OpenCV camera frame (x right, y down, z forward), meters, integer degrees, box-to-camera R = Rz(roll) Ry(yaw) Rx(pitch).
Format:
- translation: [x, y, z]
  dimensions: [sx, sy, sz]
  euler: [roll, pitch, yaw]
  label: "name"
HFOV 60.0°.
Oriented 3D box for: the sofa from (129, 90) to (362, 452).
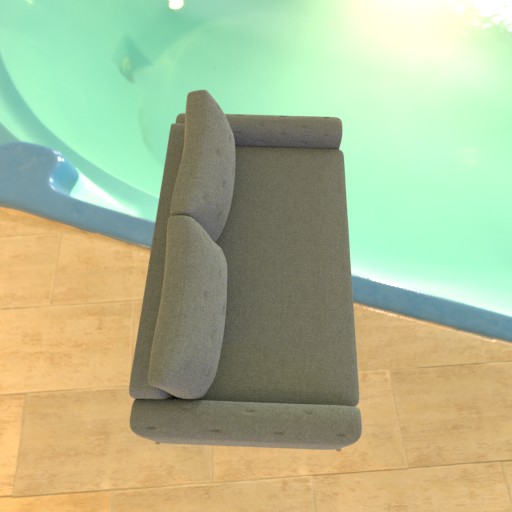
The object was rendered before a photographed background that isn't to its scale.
- translation: [0.000, 0.000, 2.107]
  dimensions: [0.920, 0.790, 1.650]
  euler: [2, 64, 1]
  label: "sofa"
